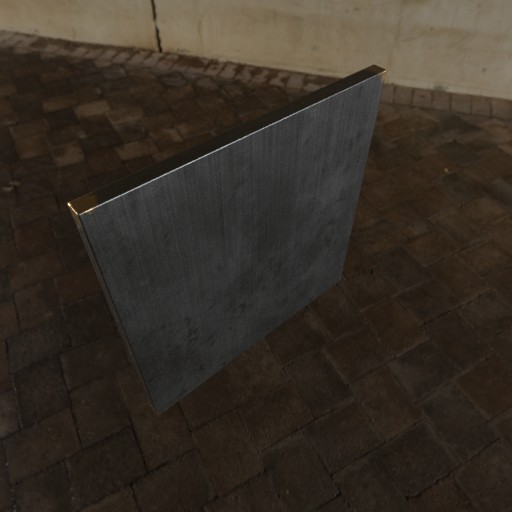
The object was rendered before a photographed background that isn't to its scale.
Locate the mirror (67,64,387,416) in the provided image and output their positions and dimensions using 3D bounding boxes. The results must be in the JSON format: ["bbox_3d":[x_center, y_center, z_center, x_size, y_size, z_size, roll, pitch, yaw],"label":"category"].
[{"bbox_3d":[0.000,0.000,0.572,0.382,0.381,0.020,-32,55,-26],"label":"mirror"}]
